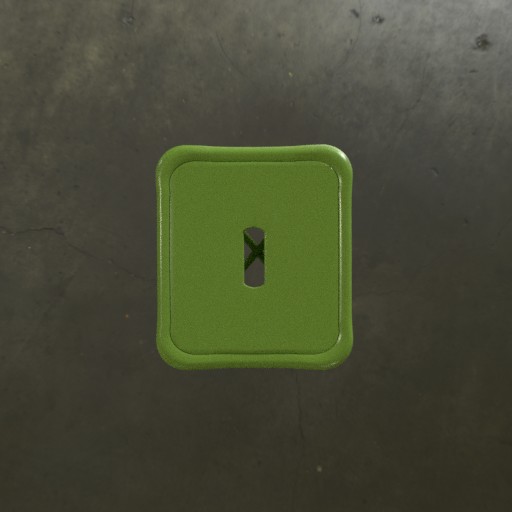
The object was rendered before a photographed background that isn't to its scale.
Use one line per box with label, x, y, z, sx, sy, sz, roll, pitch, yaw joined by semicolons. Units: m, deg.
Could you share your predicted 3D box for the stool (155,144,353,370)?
stool;0.000;0.000;0.871;0.358;0.609;0.398;0;90;0
